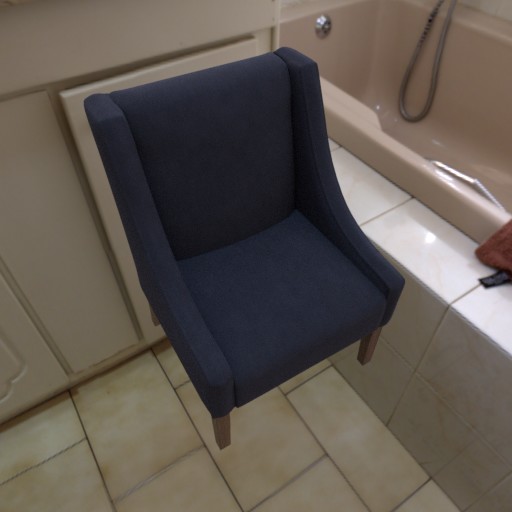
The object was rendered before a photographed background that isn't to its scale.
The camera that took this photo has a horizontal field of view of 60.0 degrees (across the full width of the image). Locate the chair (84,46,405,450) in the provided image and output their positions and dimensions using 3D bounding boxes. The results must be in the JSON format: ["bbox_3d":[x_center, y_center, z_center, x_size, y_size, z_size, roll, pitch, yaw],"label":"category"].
[{"bbox_3d":[0.000,0.000,1.306,0.629,0.895,0.629,-24,51,-21],"label":"chair"}]
